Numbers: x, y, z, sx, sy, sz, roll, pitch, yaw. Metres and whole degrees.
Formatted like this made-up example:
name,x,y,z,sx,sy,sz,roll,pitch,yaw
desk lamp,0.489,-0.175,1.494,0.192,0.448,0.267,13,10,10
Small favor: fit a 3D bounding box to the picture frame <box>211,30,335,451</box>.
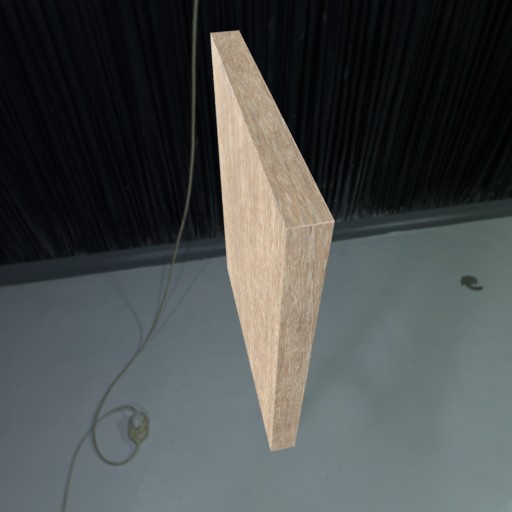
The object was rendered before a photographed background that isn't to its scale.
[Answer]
name,x,y,z,sx,sy,sz,roll,pitch,yaw
picture frame,0.000,0.000,0.707,0.043,0.526,0.424,-9,48,-8
